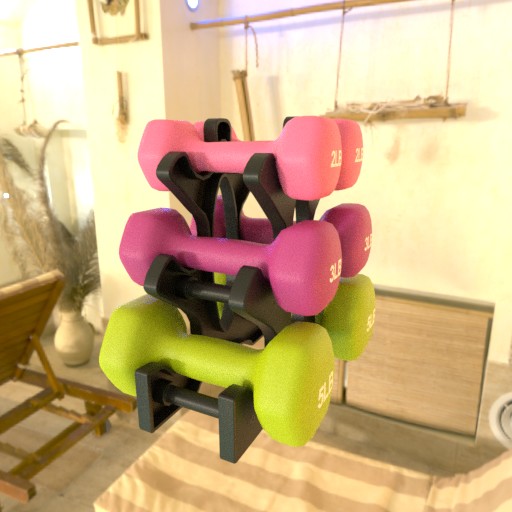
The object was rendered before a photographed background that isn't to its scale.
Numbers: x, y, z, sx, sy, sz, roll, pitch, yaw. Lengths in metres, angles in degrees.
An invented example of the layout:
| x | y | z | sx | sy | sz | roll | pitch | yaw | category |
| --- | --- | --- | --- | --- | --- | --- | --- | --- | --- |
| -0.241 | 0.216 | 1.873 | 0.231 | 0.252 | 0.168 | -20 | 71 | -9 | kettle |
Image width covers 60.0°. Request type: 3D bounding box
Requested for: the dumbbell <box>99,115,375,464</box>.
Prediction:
| x | y | z | sx | sy | sz | roll | pitch | yaw | category |
| --- | --- | --- | --- | --- | --- | --- | --- | --- | --- |
| 0.000 | 0.000 | 0.437 | 0.203 | 0.261 | 0.257 | 7 | 17 | 26 | dumbbell |
